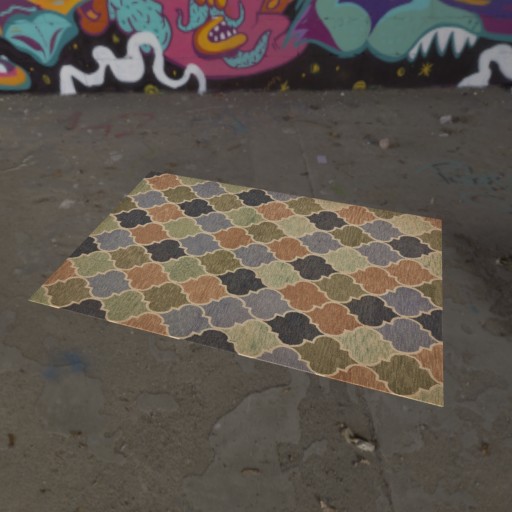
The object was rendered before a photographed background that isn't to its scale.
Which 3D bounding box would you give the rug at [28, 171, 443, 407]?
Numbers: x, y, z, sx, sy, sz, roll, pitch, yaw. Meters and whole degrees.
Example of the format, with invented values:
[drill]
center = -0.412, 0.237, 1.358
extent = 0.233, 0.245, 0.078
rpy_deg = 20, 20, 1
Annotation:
[rug]
center = 0.000, 0.000, 2.285
extent = 1.828, 0.006, 1.216
rpy_deg = 11, 42, 13
